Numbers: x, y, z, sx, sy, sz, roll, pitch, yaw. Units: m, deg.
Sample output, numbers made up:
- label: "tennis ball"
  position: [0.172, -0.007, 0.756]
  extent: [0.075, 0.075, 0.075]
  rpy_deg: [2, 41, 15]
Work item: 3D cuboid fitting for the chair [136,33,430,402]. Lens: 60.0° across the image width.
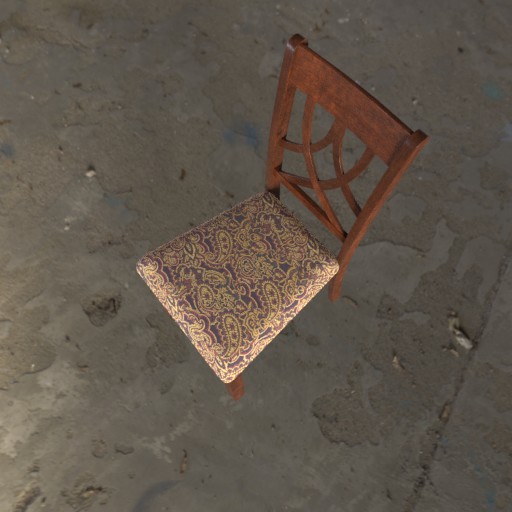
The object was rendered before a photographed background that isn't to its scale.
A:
- label: "chair"
  position: [0.000, 0.000, 1.293]
  extent: [0.584, 0.965, 0.457]
  rpy_deg: [-36, 70, -16]
